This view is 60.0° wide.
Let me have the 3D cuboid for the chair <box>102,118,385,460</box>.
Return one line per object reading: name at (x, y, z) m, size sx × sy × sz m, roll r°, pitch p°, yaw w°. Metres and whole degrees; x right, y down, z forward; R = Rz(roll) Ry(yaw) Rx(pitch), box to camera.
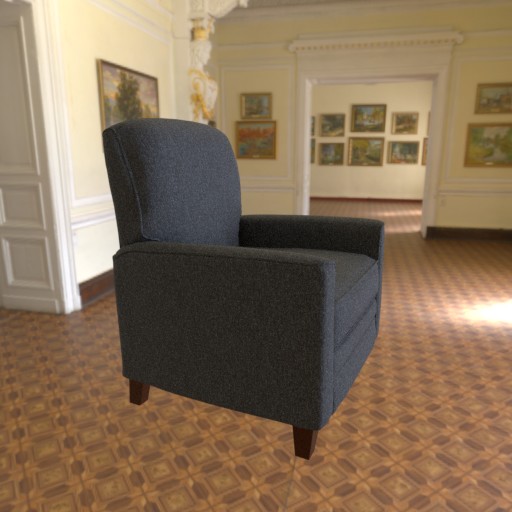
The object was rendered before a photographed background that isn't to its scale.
chair at (0.000, 0.000, 1.682) m, size 0.850 × 1.016 × 0.839 m, roll 7°, pitch 15°, yaw 26°
